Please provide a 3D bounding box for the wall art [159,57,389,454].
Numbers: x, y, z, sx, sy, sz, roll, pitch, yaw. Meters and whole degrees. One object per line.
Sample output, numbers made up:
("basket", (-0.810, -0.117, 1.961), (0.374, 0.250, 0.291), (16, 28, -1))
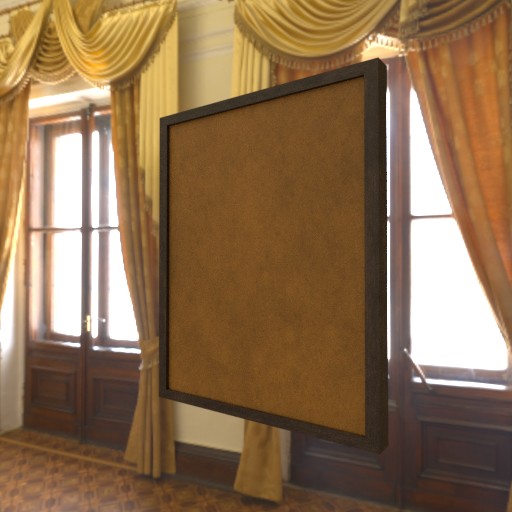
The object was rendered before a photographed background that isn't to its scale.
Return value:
("wall art", (0.000, 0.000, 0.560), (0.329, 0.406, 0.027), (-1, -1, 36))
